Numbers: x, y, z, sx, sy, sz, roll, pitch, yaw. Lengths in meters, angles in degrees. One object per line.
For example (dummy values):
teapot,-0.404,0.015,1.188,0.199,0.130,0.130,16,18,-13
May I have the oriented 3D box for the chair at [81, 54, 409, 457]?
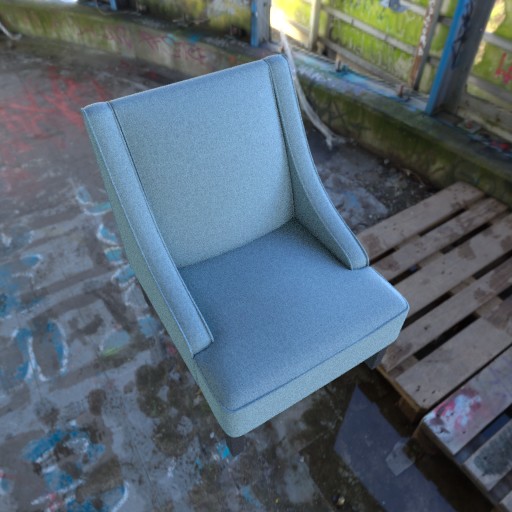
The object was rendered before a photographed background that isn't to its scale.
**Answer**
chair,0.000,0.000,1.839,0.857,1.133,1.025,-25,52,-21
